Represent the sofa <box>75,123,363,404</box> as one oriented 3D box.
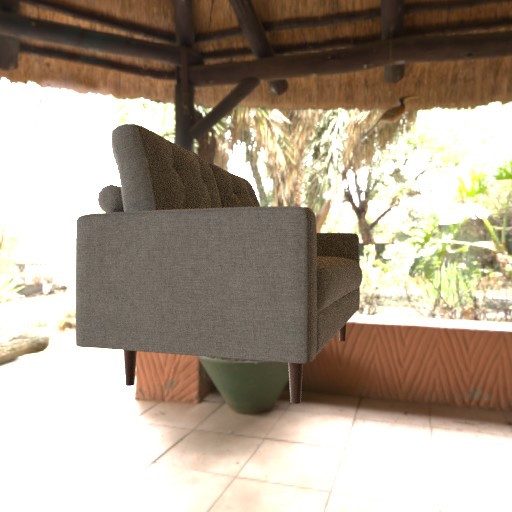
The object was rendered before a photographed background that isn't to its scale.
[{"bbox_3d":[0.000,0.000,1.981,0.842,0.907,1.407,0,-1,18],"label":"sofa"}]
